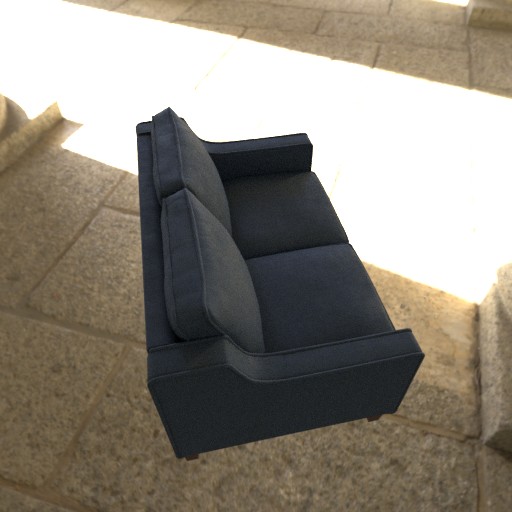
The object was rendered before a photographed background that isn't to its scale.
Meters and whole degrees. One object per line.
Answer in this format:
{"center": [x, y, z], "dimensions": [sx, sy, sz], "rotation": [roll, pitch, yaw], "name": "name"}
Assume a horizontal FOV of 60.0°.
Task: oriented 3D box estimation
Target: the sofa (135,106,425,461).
{"center": [0.000, 0.000, 2.138], "dimensions": [0.987, 0.971, 1.501], "rotation": [-9, 48, -8], "name": "sofa"}
